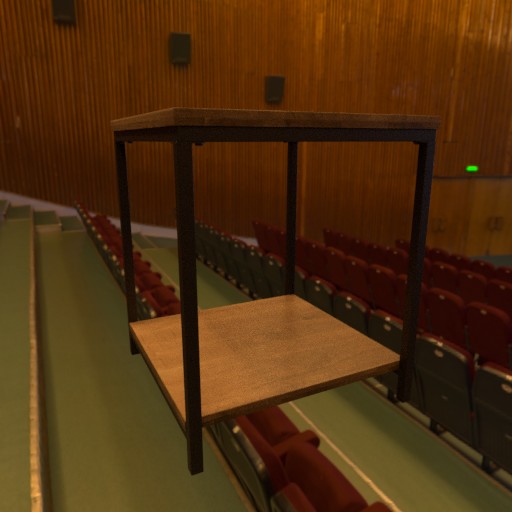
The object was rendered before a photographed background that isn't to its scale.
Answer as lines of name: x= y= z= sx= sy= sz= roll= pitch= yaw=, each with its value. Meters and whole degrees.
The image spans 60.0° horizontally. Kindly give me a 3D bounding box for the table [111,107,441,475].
table: x=0.000 y=0.000 z=0.996 sx=0.503 sy=0.589 sz=0.507 roll=-7 pitch=16 yaw=-26
